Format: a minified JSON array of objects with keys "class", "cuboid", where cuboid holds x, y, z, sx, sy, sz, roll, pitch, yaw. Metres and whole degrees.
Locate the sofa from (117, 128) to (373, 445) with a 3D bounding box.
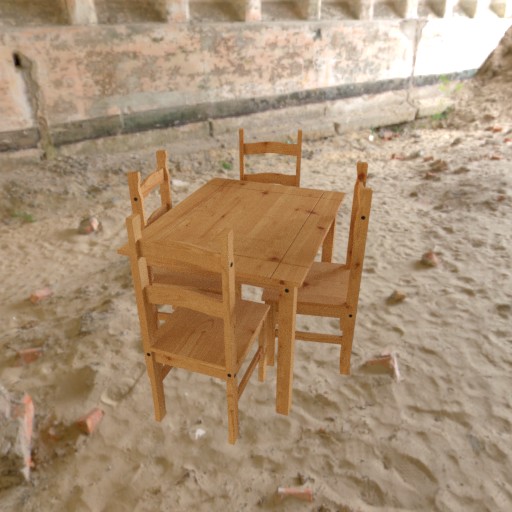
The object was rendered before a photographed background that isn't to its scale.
[{"class":"sofa","cuboid":[0.000,0.000,2.343,1.144,1.000,1.529,10,30,17]}]
